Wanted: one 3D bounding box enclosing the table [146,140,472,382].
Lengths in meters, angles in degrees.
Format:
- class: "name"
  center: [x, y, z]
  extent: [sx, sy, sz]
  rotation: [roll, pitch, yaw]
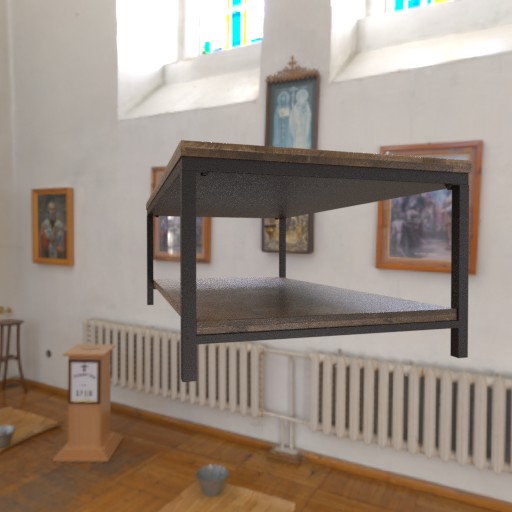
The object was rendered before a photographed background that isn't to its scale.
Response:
- class: "table"
  center: [0.000, 0.000, 1.307]
  extent: [0.574, 0.393, 1.062]
  rotation: [0, 1, -17]
